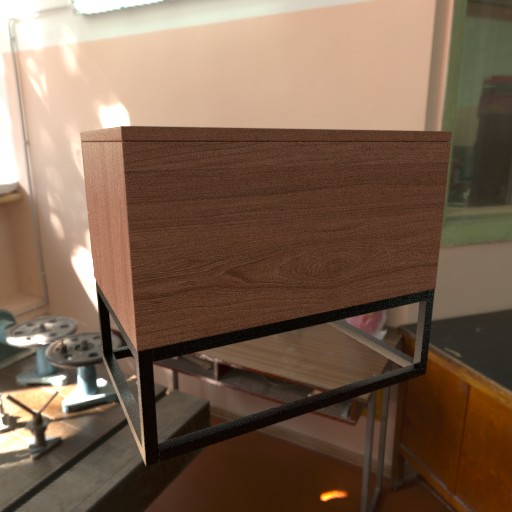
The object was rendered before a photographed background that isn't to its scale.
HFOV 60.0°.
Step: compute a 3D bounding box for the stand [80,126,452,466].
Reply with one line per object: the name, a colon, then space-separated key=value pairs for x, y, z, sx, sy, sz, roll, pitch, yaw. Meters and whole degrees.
stand: x=0.000 y=0.000 z=0.927 sx=0.600 sy=0.500 sz=0.420 roll=-7 pitch=16 yaw=-27
